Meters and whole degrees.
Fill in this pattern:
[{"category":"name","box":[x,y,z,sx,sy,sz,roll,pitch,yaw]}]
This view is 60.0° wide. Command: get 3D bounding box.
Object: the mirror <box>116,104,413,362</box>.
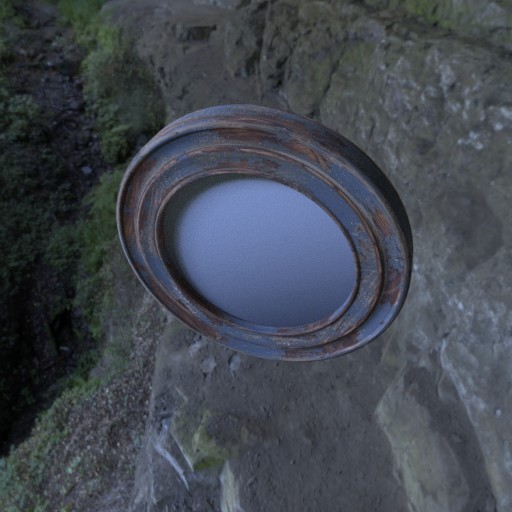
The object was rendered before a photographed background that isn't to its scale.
[{"category":"mirror","box":[0.000,0.000,0.877,0.585,0.585,0.061,11,42,13]}]
